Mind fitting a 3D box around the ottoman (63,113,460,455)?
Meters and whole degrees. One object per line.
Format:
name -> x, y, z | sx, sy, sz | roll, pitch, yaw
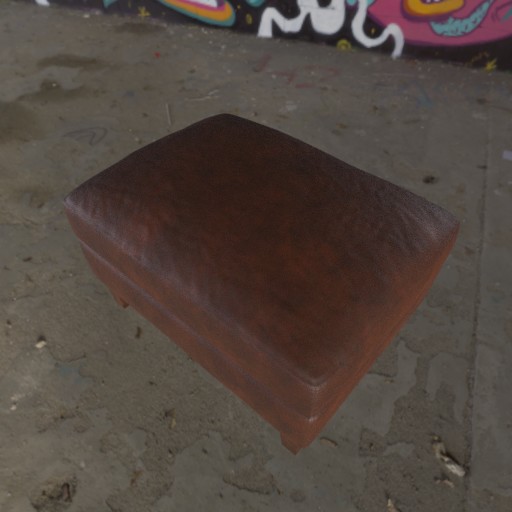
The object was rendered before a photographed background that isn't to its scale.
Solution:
ottoman -> 0.000, 0.000, 1.278 | 0.887, 0.527, 0.659 | 32, 54, 27
